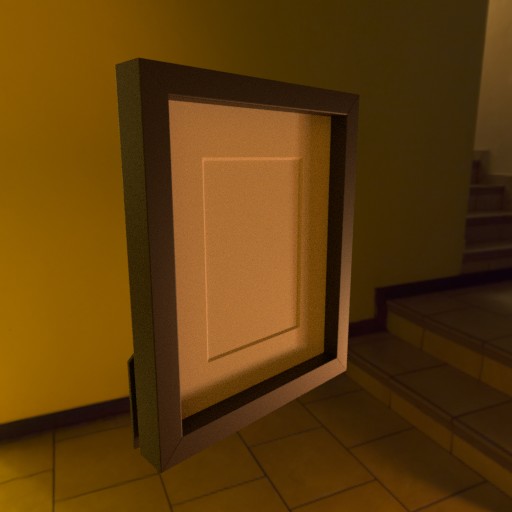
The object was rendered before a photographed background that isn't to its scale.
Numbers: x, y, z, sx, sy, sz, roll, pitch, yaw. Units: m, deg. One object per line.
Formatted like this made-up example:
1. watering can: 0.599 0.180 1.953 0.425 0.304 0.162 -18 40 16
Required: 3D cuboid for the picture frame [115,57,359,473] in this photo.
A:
1. picture frame: 0.000 0.000 0.387 0.232 0.284 0.042 -12 17 -43
